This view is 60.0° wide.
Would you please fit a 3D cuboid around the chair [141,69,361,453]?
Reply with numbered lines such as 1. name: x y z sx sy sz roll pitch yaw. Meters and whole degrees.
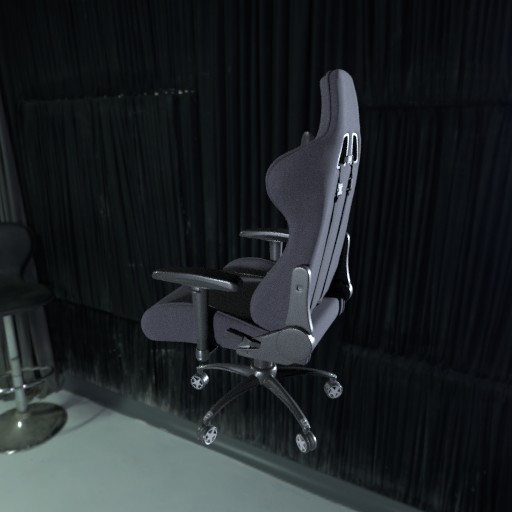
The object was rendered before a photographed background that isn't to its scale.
1. chair: 0.000 0.000 1.705 0.695 1.300 0.730 7 18 24
